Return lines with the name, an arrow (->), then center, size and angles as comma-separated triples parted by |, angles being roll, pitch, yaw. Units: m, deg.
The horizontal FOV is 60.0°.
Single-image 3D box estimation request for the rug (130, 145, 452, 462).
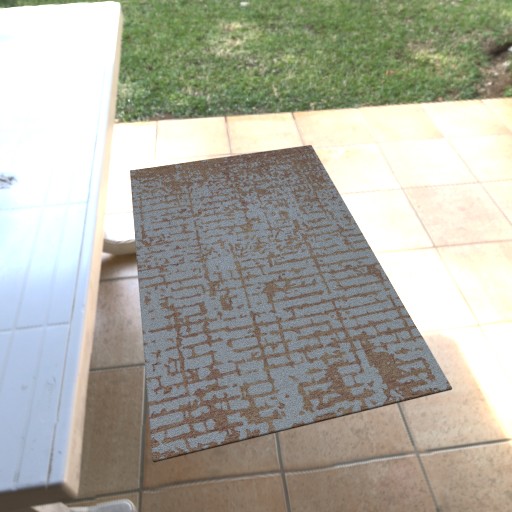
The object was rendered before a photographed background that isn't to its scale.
rug -> 0.000, 0.000, 2.324 | 1.219, 0.011, 1.829 | -10, 48, -9
